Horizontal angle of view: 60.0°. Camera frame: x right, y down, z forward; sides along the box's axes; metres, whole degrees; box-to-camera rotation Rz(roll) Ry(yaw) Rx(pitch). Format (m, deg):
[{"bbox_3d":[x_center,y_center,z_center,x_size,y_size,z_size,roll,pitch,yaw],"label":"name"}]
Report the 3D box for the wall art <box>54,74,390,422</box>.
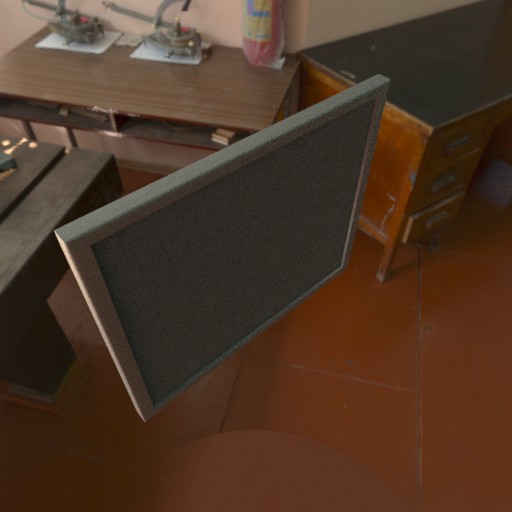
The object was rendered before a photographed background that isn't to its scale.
[{"bbox_3d":[0.000,0.000,0.758,0.556,0.457,0.028,-33,55,-27],"label":"wall art"}]
